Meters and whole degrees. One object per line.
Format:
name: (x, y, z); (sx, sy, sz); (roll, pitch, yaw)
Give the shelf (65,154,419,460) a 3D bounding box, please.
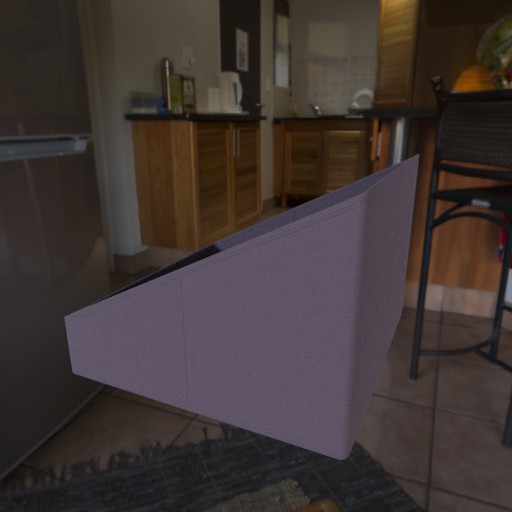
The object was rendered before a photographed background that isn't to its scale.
shelf: (0.000, 0.000, 0.491); (0.292, 0.210, 0.292); (8, 20, 24)
